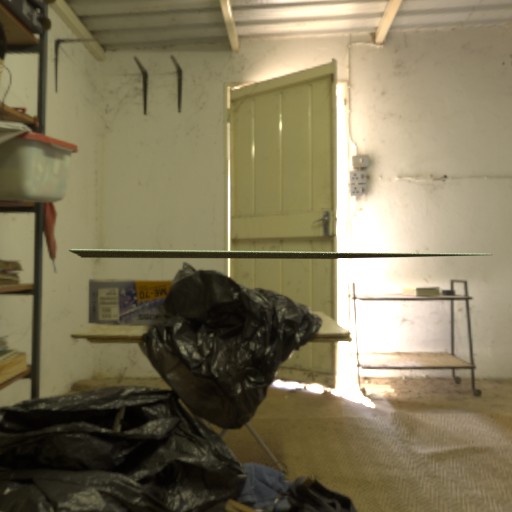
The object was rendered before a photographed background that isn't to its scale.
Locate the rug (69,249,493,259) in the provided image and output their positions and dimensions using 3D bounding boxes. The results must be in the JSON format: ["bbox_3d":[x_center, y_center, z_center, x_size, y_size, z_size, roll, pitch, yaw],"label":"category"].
[{"bbox_3d":[0.000,0.000,3.971,2.980,0.012,2.363,0,-1,-20],"label":"rug"}]
